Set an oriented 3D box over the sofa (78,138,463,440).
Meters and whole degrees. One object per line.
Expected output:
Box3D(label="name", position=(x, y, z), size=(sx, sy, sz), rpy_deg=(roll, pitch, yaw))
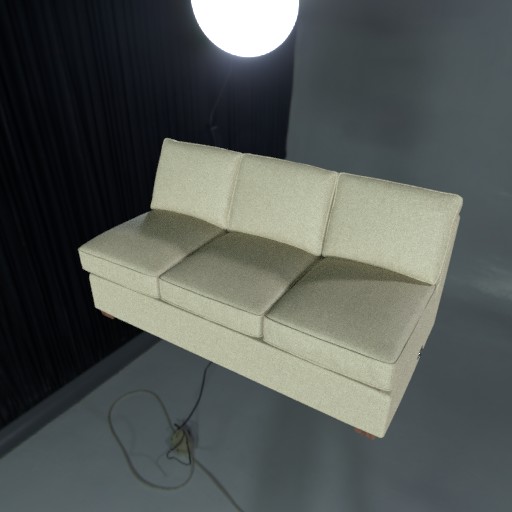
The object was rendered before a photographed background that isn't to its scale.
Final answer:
Box3D(label="sofa", position=(0.000, 0.000, 2.577), size=(1.962, 0.973, 1.027), rpy_deg=(17, 33, 28))
